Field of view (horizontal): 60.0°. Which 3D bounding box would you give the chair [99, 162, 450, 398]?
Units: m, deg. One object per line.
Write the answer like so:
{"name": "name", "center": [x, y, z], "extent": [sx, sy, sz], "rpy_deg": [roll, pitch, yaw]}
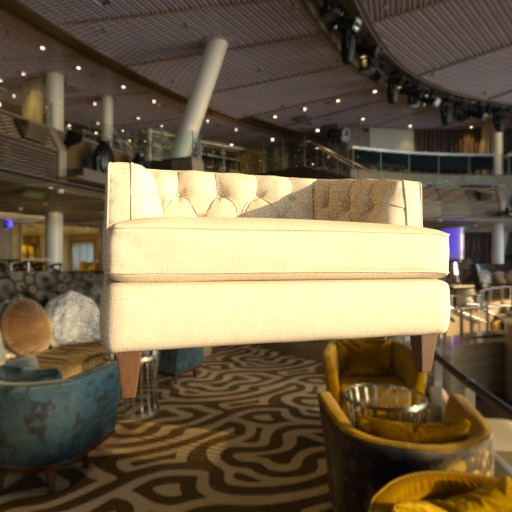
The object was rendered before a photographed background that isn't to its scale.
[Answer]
{"name": "chair", "center": [0.000, 0.000, 1.726], "extent": [1.118, 0.787, 0.914], "rpy_deg": [0, -1, -17]}
